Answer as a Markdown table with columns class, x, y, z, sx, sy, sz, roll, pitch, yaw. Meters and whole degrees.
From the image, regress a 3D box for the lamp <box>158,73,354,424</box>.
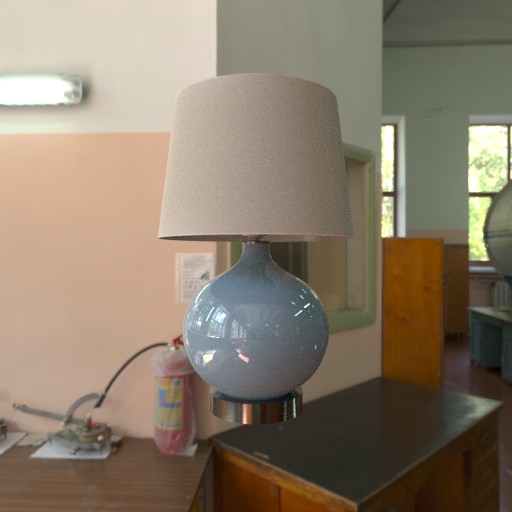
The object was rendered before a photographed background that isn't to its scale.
| class | x | y | z | sx | sy | sz | roll | pitch | yaw |
| --- | --- | --- | --- | --- | --- | --- | --- | --- | --- |
| lamp | 0.000 | 0.000 | 0.570 | 0.247 | 0.387 | 0.247 | 0 | 0 | 0 |
